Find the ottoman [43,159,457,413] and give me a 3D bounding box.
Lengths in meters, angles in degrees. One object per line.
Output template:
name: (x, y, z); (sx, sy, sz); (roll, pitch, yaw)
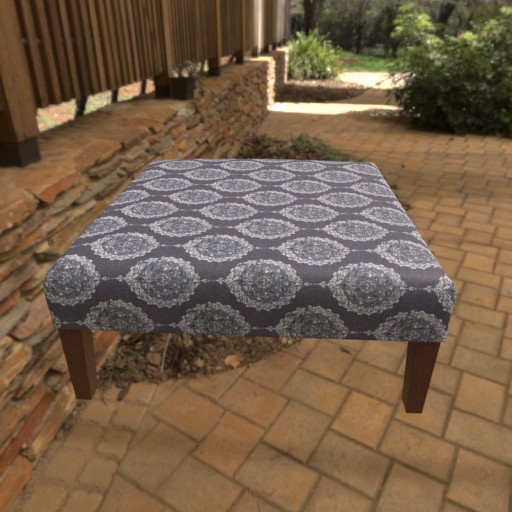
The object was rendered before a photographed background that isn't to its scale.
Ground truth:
ottoman: (0.000, 0.000, 1.397); (0.890, 0.409, 0.889); (1, 28, 3)
